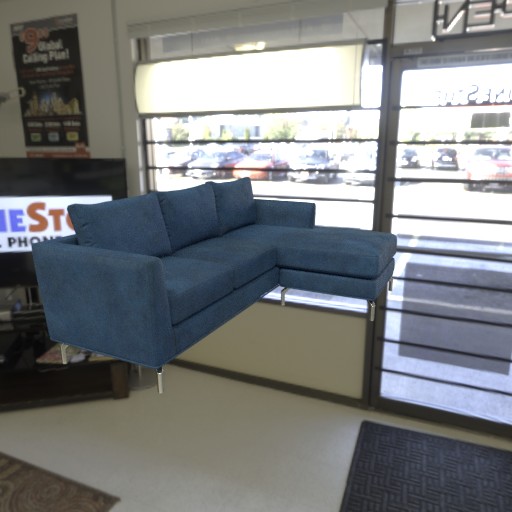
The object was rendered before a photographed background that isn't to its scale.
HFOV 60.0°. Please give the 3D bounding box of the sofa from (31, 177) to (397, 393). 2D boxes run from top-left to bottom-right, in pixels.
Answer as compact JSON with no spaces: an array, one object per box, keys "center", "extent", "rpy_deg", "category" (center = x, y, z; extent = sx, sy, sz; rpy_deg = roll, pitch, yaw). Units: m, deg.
[{"center":[0.000,0.000,3.245],"extent":[1.622,0.987,2.438],"rpy_deg":[7,16,26],"category":"sofa"}]
